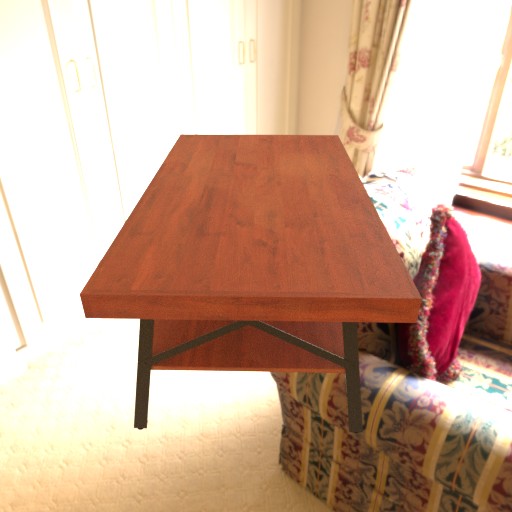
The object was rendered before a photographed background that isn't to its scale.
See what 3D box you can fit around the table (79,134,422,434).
[{"bbox_3d":[0.000,0.000,1.358,0.610,0.457,1.067,1,30,1],"label":"table"}]
